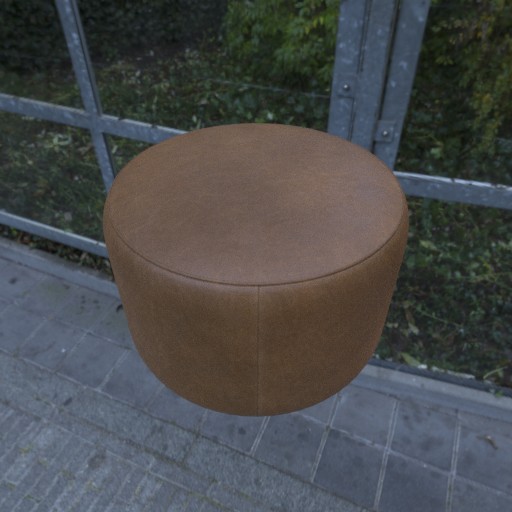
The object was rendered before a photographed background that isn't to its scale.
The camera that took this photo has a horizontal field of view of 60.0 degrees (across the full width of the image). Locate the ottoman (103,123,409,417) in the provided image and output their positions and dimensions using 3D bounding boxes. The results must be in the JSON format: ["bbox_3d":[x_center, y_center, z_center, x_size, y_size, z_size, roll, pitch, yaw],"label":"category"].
[{"bbox_3d":[0.000,0.000,0.996,0.607,0.438,0.607,0,40,0],"label":"ottoman"}]
